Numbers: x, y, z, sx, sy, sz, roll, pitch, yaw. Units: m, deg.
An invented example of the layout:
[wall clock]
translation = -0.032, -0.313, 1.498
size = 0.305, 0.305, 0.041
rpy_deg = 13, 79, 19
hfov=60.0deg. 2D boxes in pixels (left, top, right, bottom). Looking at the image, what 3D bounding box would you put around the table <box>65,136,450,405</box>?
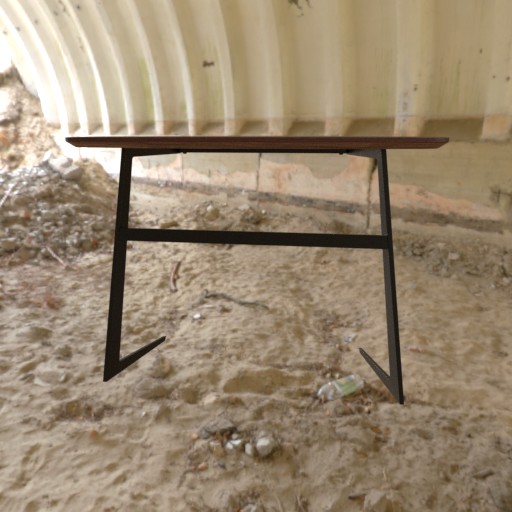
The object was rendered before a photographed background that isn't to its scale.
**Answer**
[table]
translation = 0.000, 0.000, 1.107
size = 0.804, 0.576, 0.361
rpy_deg = 2, 16, 7
